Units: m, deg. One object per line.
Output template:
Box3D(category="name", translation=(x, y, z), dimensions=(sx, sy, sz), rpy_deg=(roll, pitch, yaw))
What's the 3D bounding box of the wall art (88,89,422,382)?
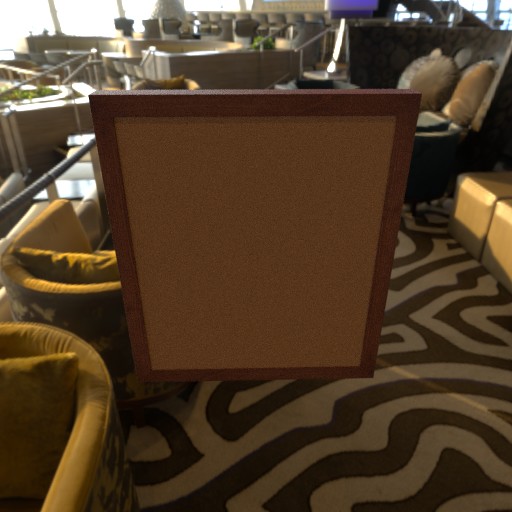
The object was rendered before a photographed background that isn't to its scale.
Box3D(category="wall art", translation=(0.000, 0.000, 0.542), dimensions=(0.330, 0.381, 0.030), rpy_deg=(-1, 29, -1))
